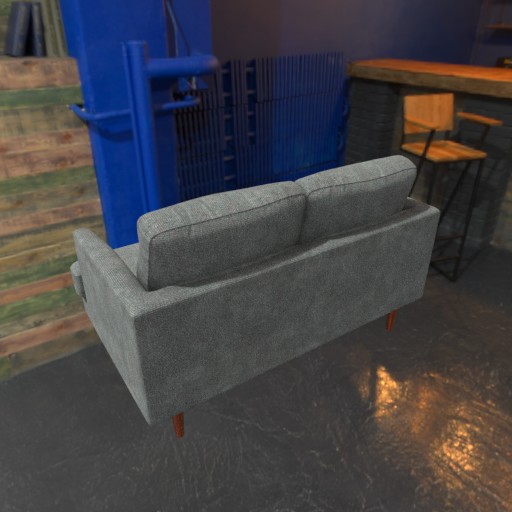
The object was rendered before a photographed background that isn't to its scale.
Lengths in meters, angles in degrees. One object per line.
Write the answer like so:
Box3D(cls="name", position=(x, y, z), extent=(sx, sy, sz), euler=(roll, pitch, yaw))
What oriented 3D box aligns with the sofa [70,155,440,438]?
Box3D(cls="sofa", position=(0.000, 0.000, 2.185), extent=(1.582, 0.956, 0.903), euler=(-18, 33, -29))
